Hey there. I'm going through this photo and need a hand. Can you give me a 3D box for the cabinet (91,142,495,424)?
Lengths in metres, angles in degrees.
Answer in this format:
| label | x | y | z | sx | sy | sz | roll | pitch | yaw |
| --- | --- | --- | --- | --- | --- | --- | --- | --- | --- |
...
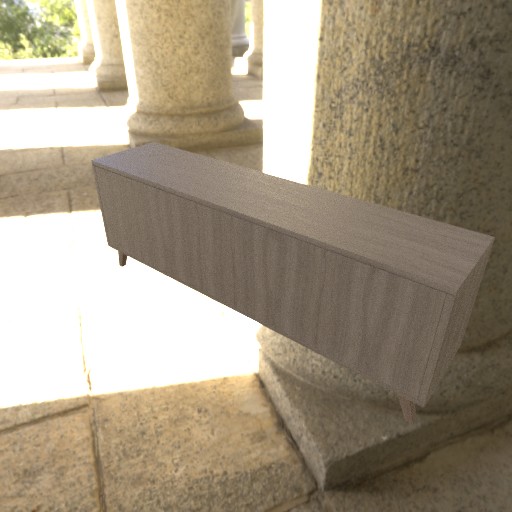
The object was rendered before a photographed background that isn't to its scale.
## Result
| label | x | y | z | sx | sy | sz | roll | pitch | yaw |
| --- | --- | --- | --- | --- | --- | --- | --- | --- | --- |
| cabinet | 0.000 | 0.000 | 2.501 | 2.198 | 0.779 | 0.499 | 22 | 38 | 32 |
